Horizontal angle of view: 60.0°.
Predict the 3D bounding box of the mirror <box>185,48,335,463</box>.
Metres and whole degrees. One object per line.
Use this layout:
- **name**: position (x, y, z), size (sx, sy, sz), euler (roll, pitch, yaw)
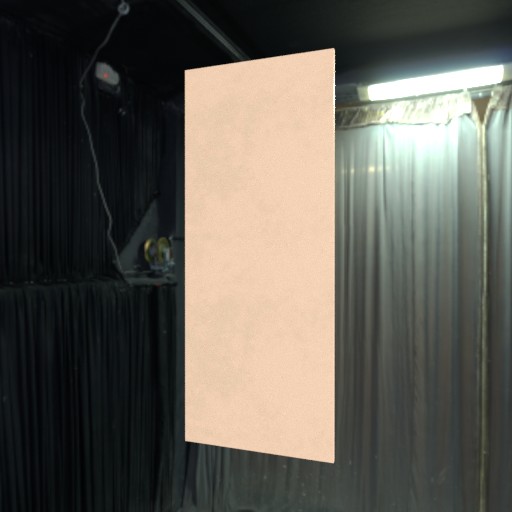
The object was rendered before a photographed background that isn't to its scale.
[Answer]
- **mirror**: position (0.000, 0.000, 2.313), size (0.812, 2.031, 0.026), euler (0, 0, 19)
